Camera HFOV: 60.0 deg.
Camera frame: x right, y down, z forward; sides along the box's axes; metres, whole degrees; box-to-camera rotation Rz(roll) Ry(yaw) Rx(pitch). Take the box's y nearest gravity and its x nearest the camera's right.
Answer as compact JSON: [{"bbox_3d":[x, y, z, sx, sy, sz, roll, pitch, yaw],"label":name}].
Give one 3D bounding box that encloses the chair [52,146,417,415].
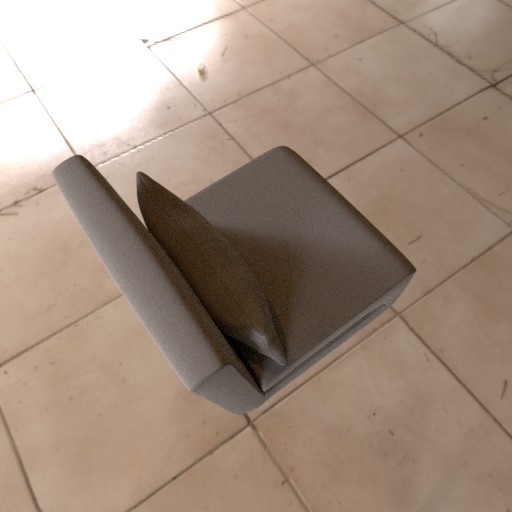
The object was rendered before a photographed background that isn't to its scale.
[{"bbox_3d":[0.000,0.000,1.542,0.902,0.808,0.770,-32,64,-18],"label":"chair"}]
